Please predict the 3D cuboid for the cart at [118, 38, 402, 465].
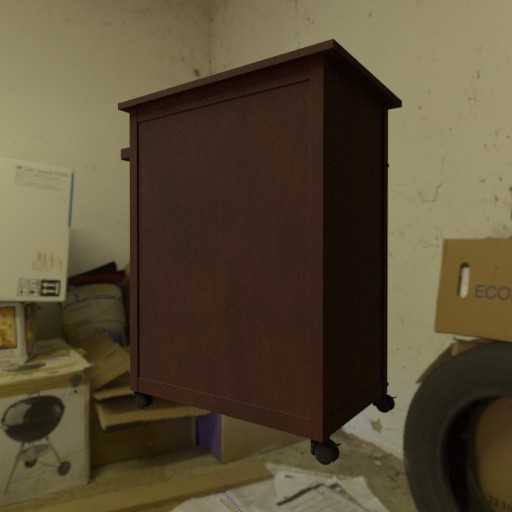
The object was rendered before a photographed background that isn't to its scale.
[{"bbox_3d":[0.000,0.000,1.254,0.683,0.864,0.442,0,1,35],"label":"cart"}]
